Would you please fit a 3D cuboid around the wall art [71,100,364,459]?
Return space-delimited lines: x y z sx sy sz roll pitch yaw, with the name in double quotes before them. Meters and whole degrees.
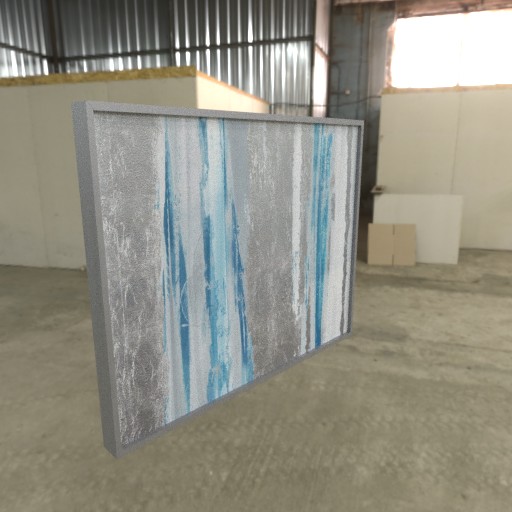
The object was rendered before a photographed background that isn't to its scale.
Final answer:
"wall art" 0.000 0.000 0.736 0.037 0.450 0.557 14 19 43
